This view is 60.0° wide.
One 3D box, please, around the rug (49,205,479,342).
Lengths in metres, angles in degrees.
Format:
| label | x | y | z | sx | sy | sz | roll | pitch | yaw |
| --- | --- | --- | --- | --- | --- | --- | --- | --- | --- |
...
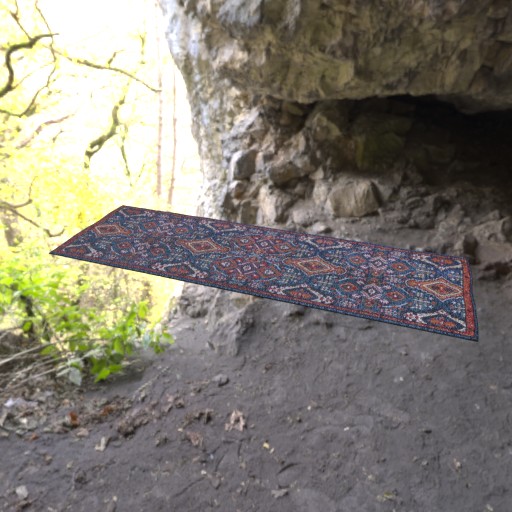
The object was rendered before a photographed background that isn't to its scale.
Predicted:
| label | x | y | z | sx | sy | sz | roll | pitch | yaw |
| --- | --- | --- | --- | --- | --- | --- | --- | --- | --- |
| rug | 0.000 | 0.000 | 2.708 | 2.459 | 0.010 | 0.801 | 10 | 31 | 17 |
